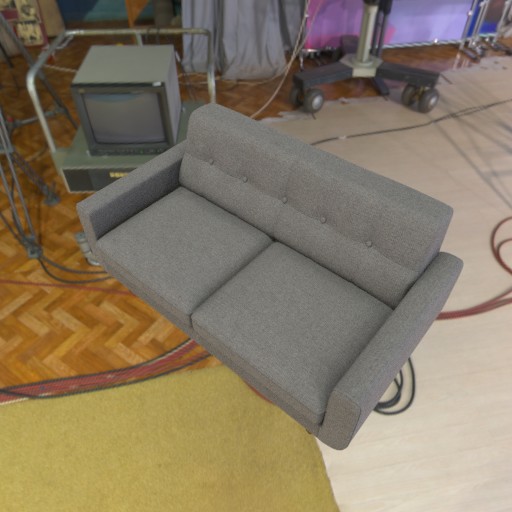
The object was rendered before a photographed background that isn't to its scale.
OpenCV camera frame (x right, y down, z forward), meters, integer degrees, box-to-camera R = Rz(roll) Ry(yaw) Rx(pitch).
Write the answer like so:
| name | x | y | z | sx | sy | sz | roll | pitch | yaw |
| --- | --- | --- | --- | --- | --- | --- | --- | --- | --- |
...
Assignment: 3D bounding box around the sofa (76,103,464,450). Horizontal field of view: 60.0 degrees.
| name | x | y | z | sx | sy | sz | roll | pitch | yaw |
| --- | --- | --- | --- | --- | --- | --- | --- | --- | --- |
| sofa | 0.000 | 0.000 | 2.153 | 1.631 | 0.841 | 0.909 | 32 | 54 | 26 |
